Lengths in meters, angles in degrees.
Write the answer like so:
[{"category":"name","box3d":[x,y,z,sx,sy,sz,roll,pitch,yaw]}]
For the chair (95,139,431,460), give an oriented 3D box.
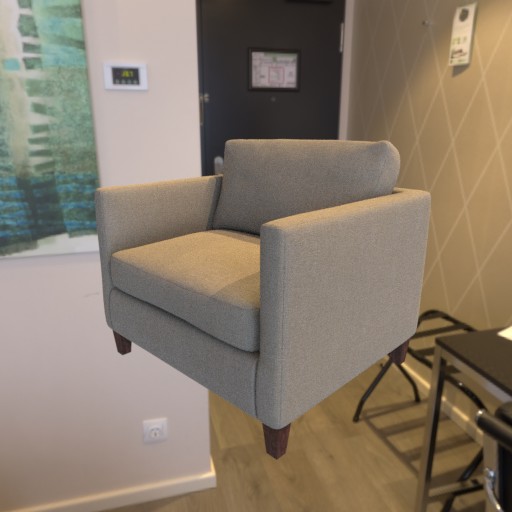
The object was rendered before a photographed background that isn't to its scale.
[{"category":"chair","box3d":[0.000,0.000,1.896,1.107,0.963,0.959,15,22,42]}]
